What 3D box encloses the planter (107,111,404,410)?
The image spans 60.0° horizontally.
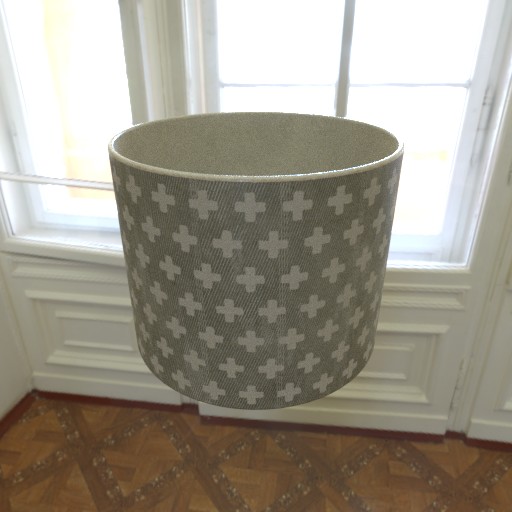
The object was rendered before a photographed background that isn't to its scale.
[{"bbox_3d":[0.000,0.000,0.336,0.190,0.181,0.190,0,27,0],"label":"planter"}]
